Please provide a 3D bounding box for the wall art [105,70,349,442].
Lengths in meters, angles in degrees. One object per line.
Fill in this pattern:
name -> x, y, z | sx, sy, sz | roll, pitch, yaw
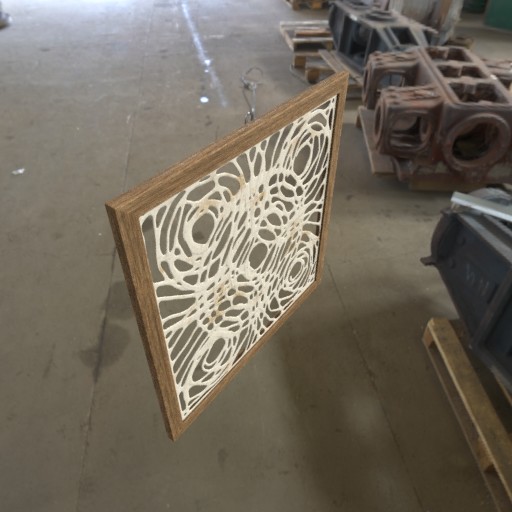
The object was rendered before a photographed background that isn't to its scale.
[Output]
wall art -> 0.000, 0.000, 0.856 | 0.021, 0.576, 0.561 | 27, 48, 27
